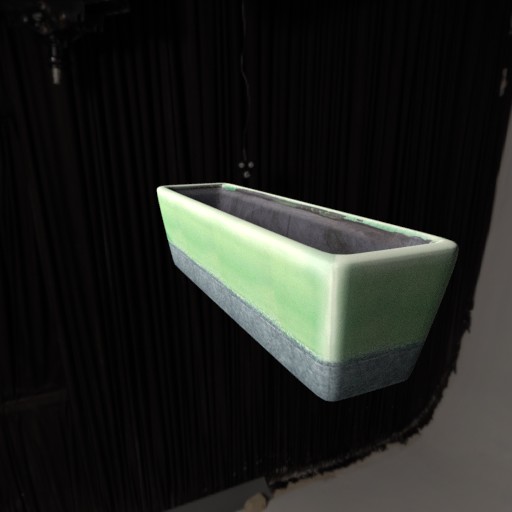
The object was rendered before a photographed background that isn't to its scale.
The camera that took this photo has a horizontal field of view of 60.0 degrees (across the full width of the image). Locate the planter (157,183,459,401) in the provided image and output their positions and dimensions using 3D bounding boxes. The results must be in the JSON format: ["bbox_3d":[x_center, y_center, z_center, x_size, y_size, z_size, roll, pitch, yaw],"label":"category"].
[{"bbox_3d":[0.000,0.000,0.305,0.072,0.072,0.275,-7,17,-25],"label":"planter"}]
